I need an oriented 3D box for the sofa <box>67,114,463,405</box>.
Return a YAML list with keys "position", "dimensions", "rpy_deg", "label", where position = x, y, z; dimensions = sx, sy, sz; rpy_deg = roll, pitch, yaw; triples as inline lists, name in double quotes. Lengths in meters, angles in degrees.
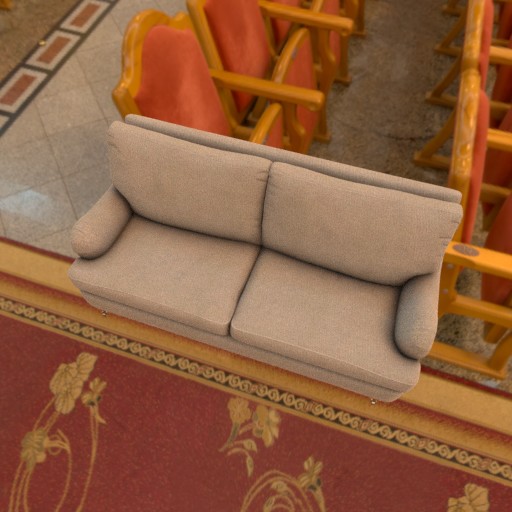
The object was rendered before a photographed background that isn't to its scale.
- position: [0.000, 0.000, 2.800]
  dimensions: [2.193, 1.096, 1.069]
  rpy_deg: [16, 58, 10]
  label: "sofa"
